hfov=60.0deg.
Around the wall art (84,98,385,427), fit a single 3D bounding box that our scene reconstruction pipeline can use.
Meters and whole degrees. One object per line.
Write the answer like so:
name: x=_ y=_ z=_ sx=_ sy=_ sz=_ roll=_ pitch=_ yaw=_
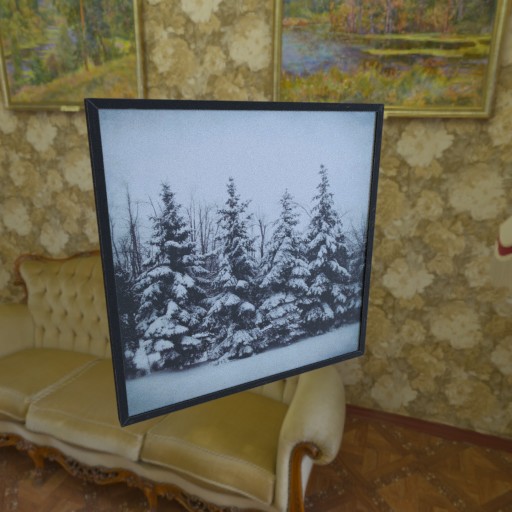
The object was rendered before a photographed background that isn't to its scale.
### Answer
wall art: x=0.000 y=0.000 z=1.155 sx=0.761 sy=0.761 sz=0.037 roll=-9 pitch=19 yaw=-26
